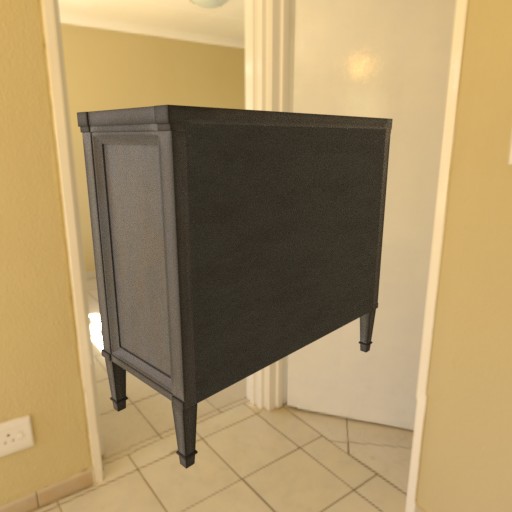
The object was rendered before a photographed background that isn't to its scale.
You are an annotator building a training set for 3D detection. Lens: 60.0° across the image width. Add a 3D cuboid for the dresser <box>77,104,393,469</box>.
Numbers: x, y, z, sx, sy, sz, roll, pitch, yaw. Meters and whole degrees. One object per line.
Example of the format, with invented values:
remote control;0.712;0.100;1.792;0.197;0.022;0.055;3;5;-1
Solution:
dresser;0.000;0.000;1.637;0.463;0.986;1.049;14;20;42
